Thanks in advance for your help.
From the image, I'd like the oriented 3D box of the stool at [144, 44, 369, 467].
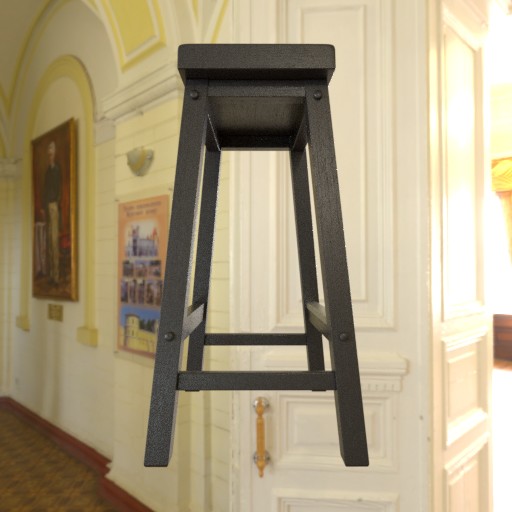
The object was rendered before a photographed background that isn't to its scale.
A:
[{"bbox_3d":[0.000,0.000,0.839,0.322,0.610,0.406,0,-1,0],"label":"stool"}]
